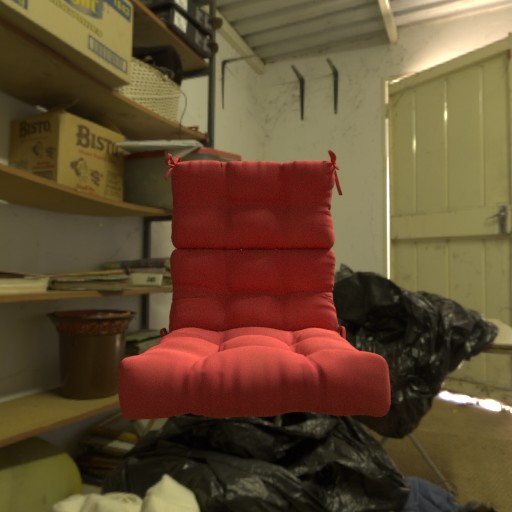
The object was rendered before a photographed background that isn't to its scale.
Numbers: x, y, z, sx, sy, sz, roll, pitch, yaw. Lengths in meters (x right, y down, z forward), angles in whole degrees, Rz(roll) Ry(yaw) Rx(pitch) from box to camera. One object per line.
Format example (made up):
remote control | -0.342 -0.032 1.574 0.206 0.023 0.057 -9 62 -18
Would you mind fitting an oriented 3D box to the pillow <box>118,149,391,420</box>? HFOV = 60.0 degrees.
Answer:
pillow | 0.000 0.000 1.036 0.519 0.605 0.571 0 -1 0
